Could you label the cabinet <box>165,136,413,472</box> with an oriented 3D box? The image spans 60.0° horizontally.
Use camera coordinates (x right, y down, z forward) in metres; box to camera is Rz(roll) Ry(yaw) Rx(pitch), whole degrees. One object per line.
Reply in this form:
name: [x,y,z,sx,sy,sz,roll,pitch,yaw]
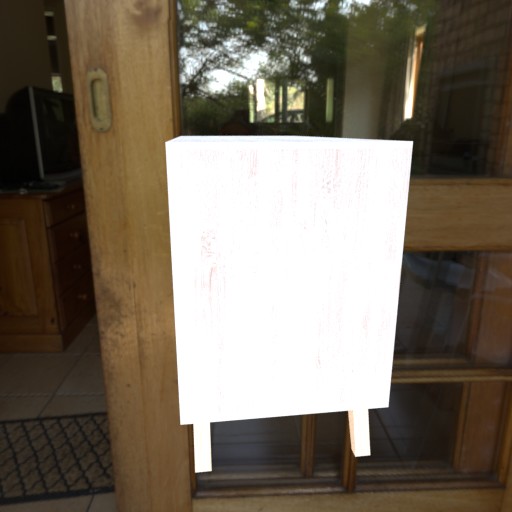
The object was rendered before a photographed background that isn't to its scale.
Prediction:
cabinet: [0.000,0.000,1.513,0.500,0.780,1.110,-2,16,-7]
